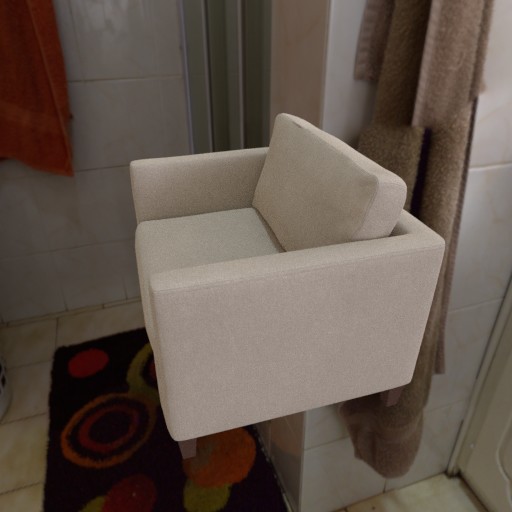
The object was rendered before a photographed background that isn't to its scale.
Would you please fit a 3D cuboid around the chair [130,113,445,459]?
[{"bbox_3d":[0.000,0.000,1.846,0.959,0.961,1.107,-9,32,-14],"label":"chair"}]
